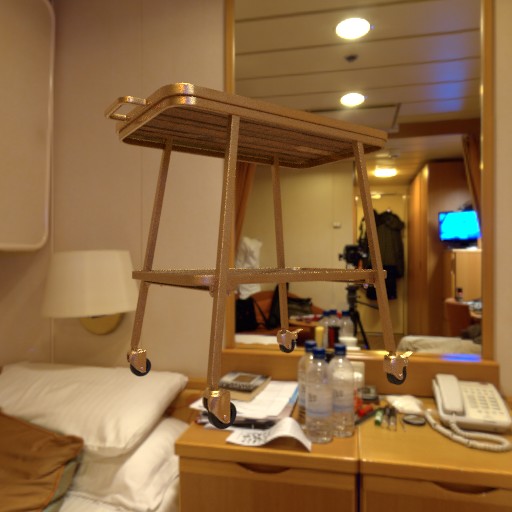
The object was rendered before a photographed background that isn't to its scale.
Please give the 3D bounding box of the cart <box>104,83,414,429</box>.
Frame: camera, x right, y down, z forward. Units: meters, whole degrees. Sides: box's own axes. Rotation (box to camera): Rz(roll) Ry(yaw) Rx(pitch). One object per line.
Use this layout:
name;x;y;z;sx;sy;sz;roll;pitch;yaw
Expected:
cart;0.000;0.000;1.240;0.806;0.700;0.524;0;0;-34
